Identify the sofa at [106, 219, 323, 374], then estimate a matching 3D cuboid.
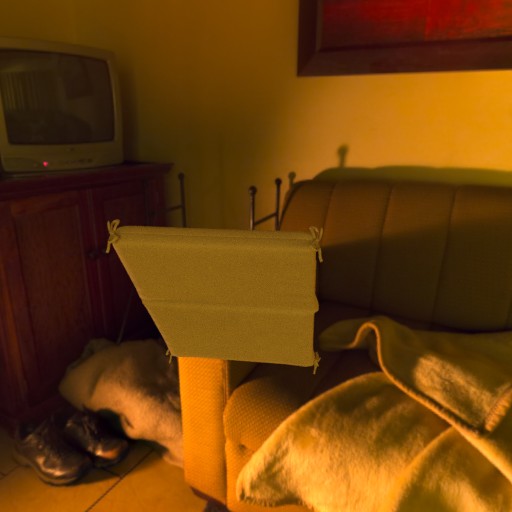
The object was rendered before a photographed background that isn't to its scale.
[{"bbox_3d":[0.000,0.000,1.929,0.582,0.622,1.663,2,17,8],"label":"sofa"}]
